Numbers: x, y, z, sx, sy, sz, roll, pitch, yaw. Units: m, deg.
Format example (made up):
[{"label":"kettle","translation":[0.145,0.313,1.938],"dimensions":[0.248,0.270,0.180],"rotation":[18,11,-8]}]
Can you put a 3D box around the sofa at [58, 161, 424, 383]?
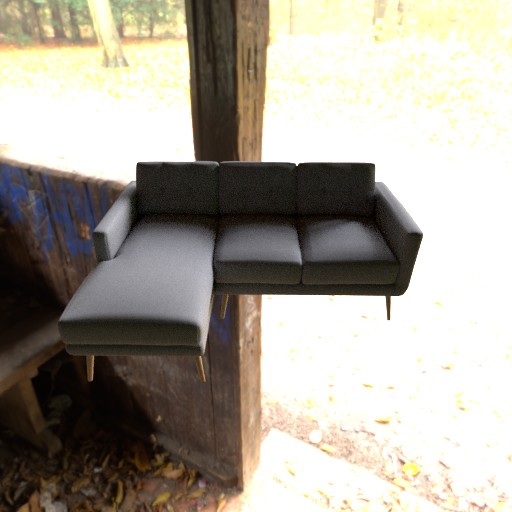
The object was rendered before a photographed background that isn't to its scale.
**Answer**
[{"label":"sofa","translation":[0.000,0.000,2.902],"dimensions":[2.040,0.860,1.530],"rotation":[0,30,1]}]
